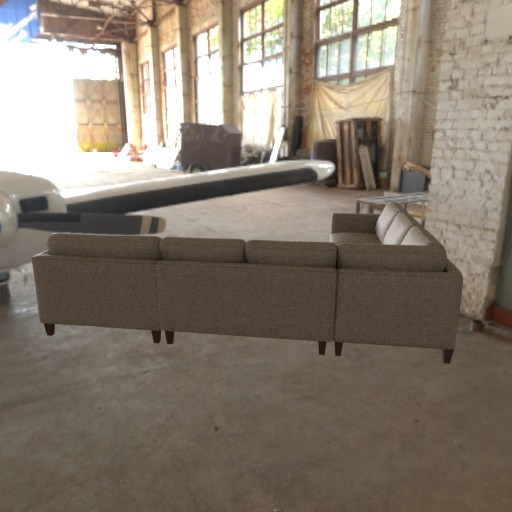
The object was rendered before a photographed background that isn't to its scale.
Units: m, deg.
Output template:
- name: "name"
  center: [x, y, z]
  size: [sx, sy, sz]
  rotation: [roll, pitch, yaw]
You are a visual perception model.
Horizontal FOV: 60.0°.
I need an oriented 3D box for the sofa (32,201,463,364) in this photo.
- name: "sofa"
  center: [0.000, 0.000, 4.633]
  size: [3.403, 0.889, 2.551]
  rotation: [2, 16, 8]
